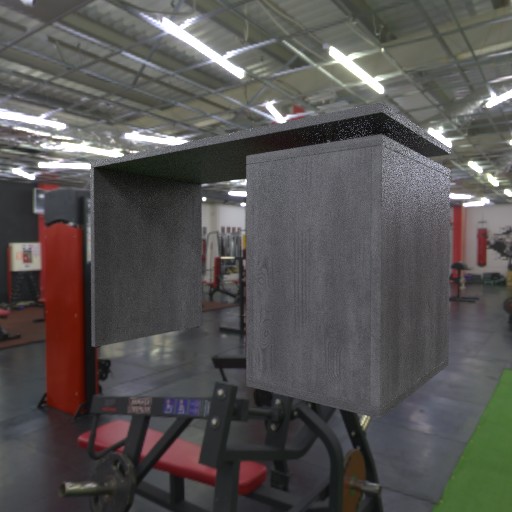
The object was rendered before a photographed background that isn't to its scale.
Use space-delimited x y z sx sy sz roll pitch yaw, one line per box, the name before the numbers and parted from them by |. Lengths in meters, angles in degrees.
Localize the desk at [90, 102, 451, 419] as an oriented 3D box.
desk | 0.000 0.000 1.637 1.200 0.740 0.600 1 2 38
